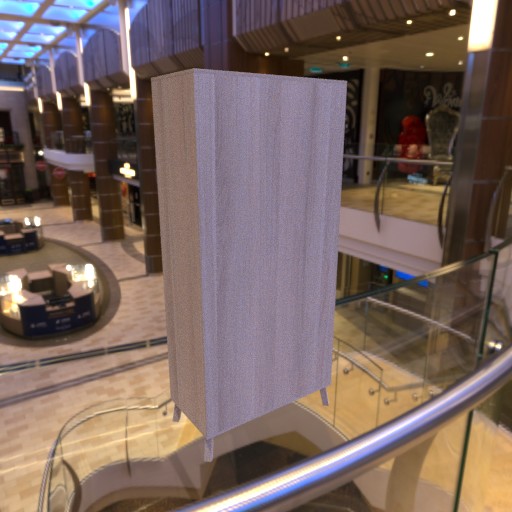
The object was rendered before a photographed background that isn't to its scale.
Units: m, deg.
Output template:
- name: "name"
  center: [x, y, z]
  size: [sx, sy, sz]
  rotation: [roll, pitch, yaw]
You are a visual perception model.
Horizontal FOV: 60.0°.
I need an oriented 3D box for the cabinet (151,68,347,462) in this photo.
- name: "cabinet"
  center: [0.000, 0.000, 2.677]
  size: [0.969, 1.957, 1.272]
  rotation: [3, 16, 9]
